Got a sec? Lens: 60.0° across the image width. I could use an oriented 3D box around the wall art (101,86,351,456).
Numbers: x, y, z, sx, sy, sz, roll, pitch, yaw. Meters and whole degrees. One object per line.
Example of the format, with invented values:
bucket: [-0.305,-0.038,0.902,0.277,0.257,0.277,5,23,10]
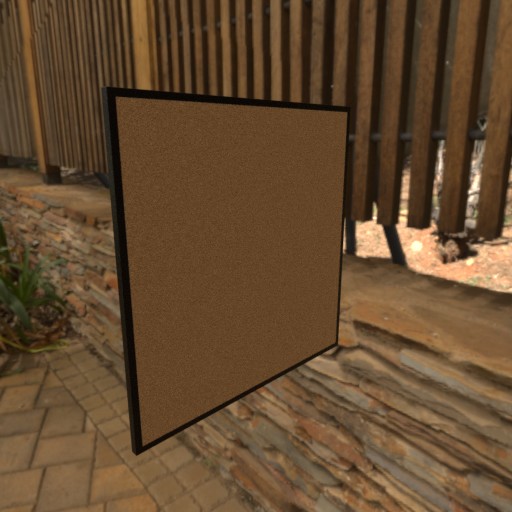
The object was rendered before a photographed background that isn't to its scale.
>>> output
wall art: [0.000,0.000,0.686,0.457,0.458,0.012,-14,21,-43]
